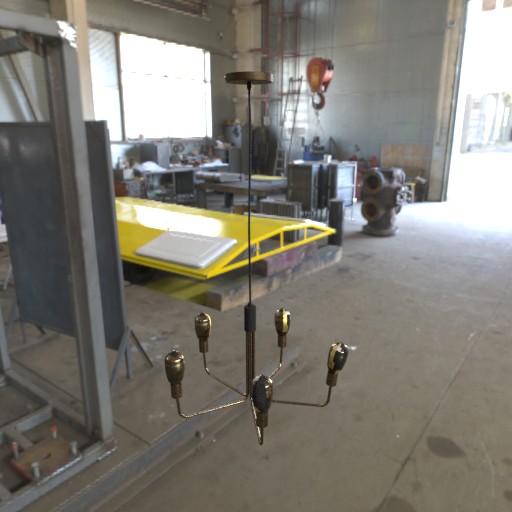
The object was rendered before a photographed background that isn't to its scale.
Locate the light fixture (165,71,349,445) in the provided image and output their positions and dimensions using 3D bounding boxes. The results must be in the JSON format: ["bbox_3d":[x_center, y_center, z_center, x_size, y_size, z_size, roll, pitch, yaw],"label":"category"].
[{"bbox_3d":[0.000,0.000,1.381,0.588,1.059,0.532,-2,16,-8],"label":"light fixture"}]
